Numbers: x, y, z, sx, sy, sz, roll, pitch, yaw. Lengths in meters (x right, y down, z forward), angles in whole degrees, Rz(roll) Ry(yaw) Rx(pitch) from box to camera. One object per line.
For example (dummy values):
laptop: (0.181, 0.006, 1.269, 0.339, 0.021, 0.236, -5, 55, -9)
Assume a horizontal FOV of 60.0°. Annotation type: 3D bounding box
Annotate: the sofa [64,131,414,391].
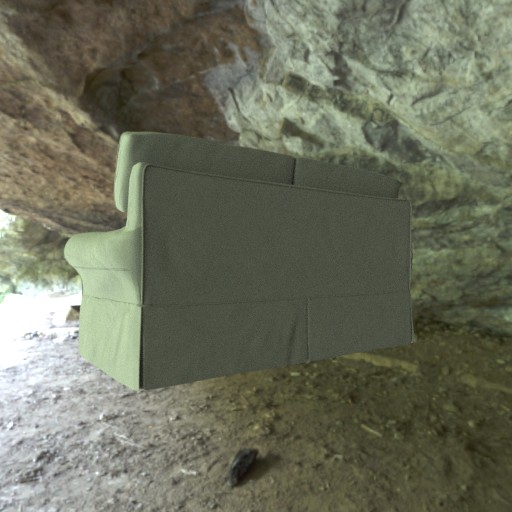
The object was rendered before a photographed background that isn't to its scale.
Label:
sofa: (0.000, 0.000, 2.433, 1.823, 1.024, 0.841, 1, -1, -36)
